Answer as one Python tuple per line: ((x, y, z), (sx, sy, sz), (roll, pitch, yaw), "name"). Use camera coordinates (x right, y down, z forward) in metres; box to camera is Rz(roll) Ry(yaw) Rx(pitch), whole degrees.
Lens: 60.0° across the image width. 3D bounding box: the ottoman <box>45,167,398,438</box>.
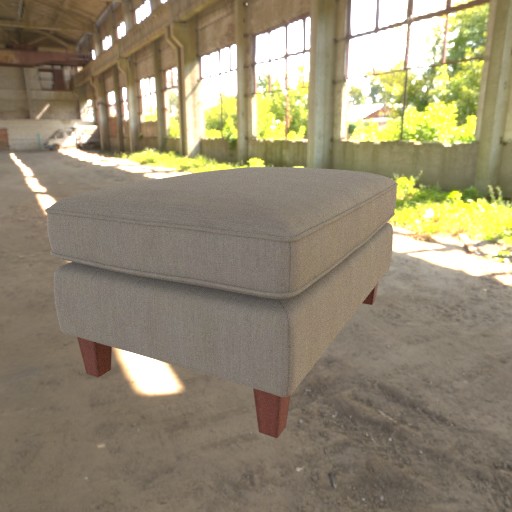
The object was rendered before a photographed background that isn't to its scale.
((0.000, 0.000, 1.295), (0.636, 0.480, 0.941), (8, 18, 26), "ottoman")
